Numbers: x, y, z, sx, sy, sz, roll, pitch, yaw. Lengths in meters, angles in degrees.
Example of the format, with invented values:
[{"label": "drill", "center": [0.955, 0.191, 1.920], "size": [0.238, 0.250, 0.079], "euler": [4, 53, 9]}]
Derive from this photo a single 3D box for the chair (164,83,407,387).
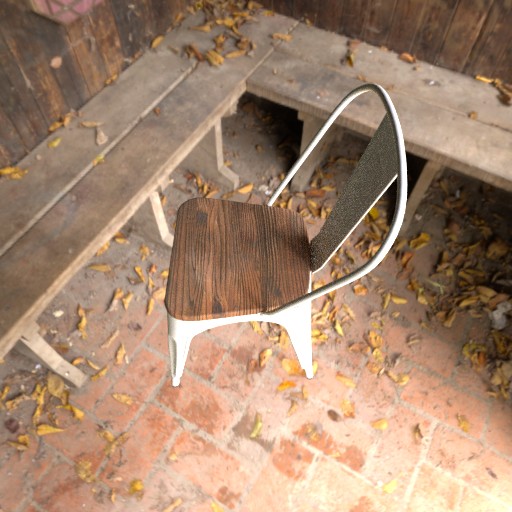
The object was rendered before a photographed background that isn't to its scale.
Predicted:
[{"label": "chair", "center": [0.000, 0.000, 1.149], "size": [0.521, 0.851, 0.452], "euler": [1, 58, 1]}]
